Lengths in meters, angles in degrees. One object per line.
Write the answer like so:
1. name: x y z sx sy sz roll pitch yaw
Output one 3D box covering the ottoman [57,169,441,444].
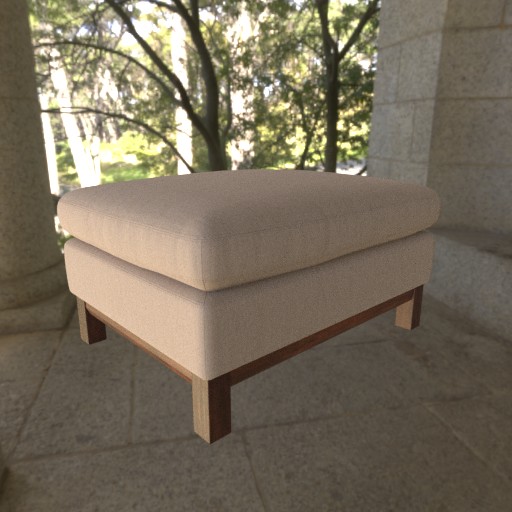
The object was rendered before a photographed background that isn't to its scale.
1. ottoman: 0.000 0.000 1.118 0.771 0.420 0.606 -14 20 -41
